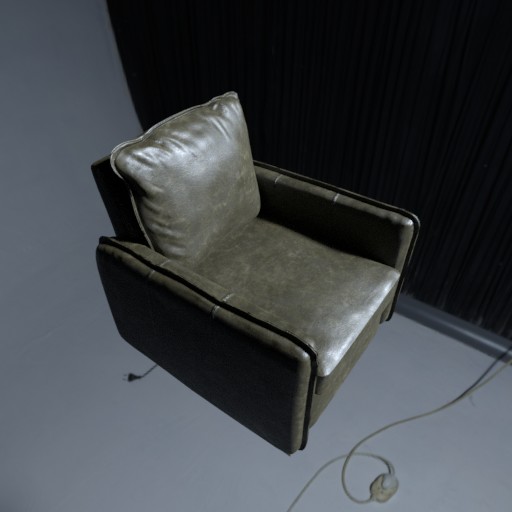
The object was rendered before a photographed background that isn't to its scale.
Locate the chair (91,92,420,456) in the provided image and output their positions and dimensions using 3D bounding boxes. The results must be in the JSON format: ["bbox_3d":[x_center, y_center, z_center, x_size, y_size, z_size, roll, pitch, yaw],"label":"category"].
[{"bbox_3d":[0.000,0.000,1.622,0.921,0.921,0.830,26,47,27],"label":"chair"}]
